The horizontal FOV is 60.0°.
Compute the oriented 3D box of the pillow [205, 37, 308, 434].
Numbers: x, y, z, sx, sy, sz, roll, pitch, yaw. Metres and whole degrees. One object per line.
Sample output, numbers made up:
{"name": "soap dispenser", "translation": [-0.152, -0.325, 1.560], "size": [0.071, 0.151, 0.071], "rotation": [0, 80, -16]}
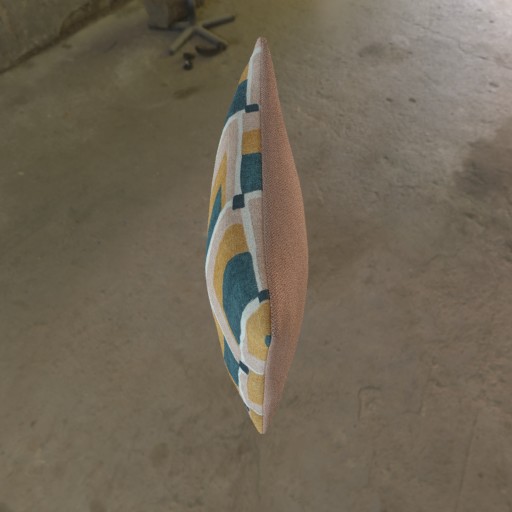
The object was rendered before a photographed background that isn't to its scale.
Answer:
{"name": "pillow", "translation": [0.000, 0.000, 0.735], "size": [0.158, 0.479, 0.478], "rotation": [-1, 58, 0]}
